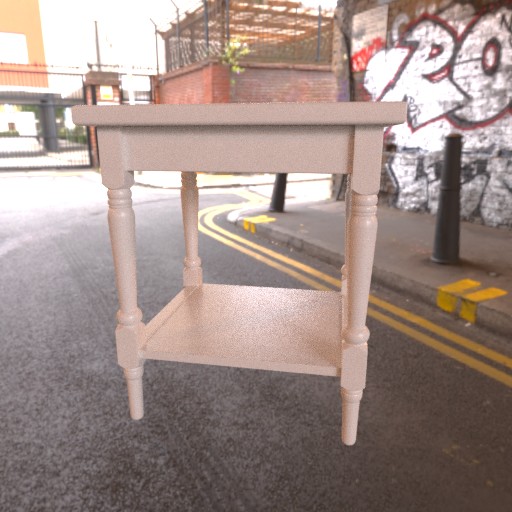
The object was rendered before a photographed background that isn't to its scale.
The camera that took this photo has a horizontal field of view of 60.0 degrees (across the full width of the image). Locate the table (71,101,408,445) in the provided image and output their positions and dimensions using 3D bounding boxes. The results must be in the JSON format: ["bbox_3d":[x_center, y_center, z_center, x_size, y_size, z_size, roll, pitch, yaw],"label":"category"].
[{"bbox_3d":[0.000,0.000,0.909,0.488,0.565,0.442,3,15,10],"label":"table"}]
